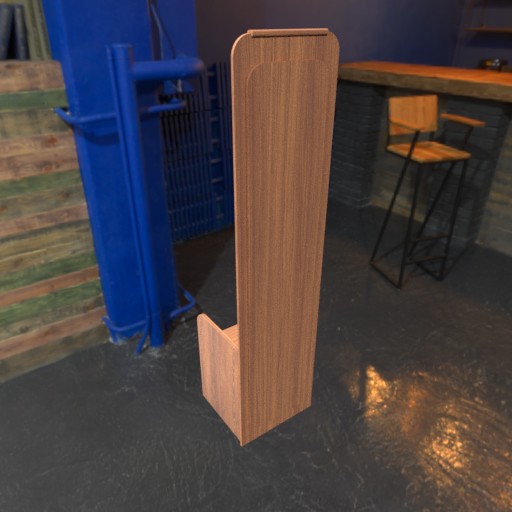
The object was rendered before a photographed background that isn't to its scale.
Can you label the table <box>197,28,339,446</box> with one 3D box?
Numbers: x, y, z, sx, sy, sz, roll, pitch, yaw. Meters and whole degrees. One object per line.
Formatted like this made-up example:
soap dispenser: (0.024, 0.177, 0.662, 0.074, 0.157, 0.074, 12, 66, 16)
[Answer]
table: (0.000, 0.000, 2.001, 0.450, 1.830, 0.420, -19, 34, -31)
